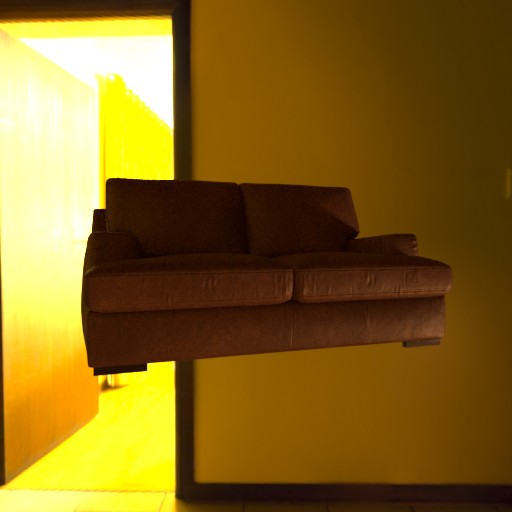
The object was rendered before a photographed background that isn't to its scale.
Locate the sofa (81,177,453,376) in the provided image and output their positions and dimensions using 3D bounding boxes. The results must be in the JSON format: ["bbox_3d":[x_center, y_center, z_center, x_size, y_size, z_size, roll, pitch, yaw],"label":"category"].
[{"bbox_3d":[0.000,0.000,2.566,1.880,0.939,1.143,-1,2,-18],"label":"sofa"}]
